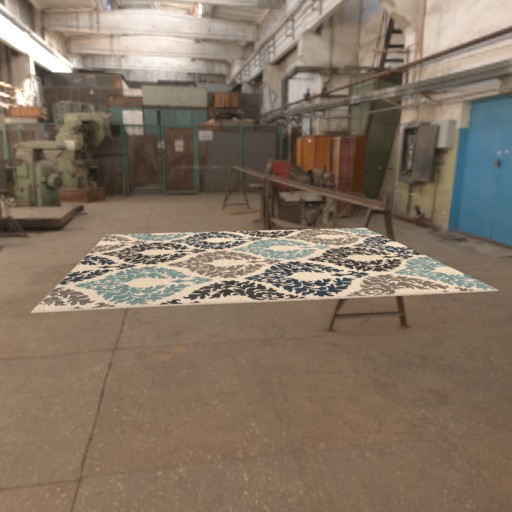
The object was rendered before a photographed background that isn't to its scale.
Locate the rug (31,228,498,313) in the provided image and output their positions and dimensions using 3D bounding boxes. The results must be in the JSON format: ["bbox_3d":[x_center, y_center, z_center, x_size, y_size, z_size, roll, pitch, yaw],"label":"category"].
[{"bbox_3d":[0.000,0.000,3.993,3.040,0.014,2.423,-2,14,-8],"label":"rug"}]
